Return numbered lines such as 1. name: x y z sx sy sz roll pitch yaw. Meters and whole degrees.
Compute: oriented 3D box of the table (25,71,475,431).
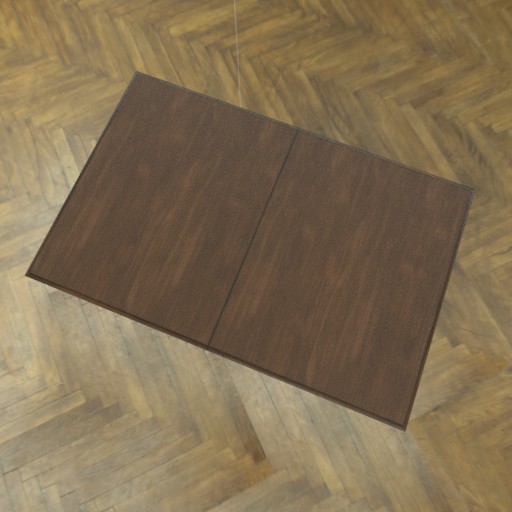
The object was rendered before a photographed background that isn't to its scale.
1. table: 0.000 0.000 2.111 1.524 0.761 0.990 21 76 6
